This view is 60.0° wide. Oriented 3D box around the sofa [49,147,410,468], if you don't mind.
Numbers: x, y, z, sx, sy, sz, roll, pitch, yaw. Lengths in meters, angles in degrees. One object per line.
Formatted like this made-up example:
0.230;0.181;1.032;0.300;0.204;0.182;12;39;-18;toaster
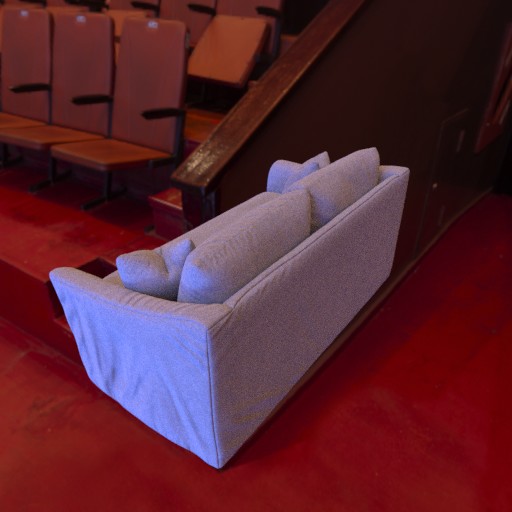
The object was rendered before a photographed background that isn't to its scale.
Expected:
0.000;0.000;2.646;1.072;1.018;2.010;21;37;30;sofa
